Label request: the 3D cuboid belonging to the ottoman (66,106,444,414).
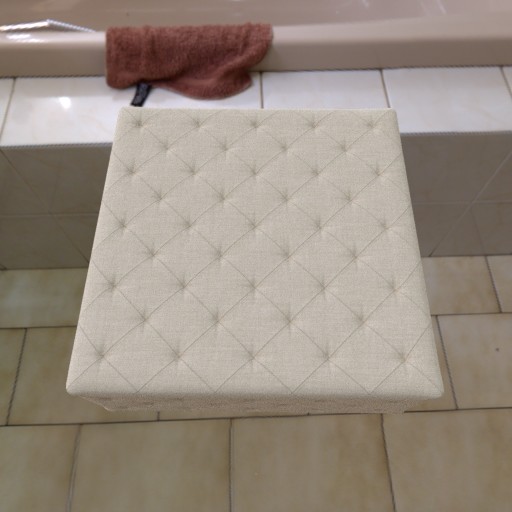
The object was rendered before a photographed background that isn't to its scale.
[{"bbox_3d":[0.000,0.000,1.582,1.028,0.439,1.028,1,64,0],"label":"ottoman"}]
